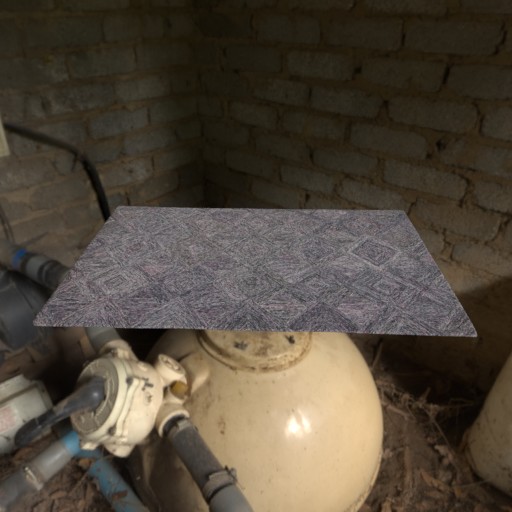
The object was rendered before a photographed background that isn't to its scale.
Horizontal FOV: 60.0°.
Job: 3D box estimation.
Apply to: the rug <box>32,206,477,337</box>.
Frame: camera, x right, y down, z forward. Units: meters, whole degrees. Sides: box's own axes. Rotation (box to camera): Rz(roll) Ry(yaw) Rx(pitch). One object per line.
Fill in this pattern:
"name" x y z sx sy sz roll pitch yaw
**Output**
"rug" 0.000 0.000 2.221 1.752 0.013 1.158 1 30 2
